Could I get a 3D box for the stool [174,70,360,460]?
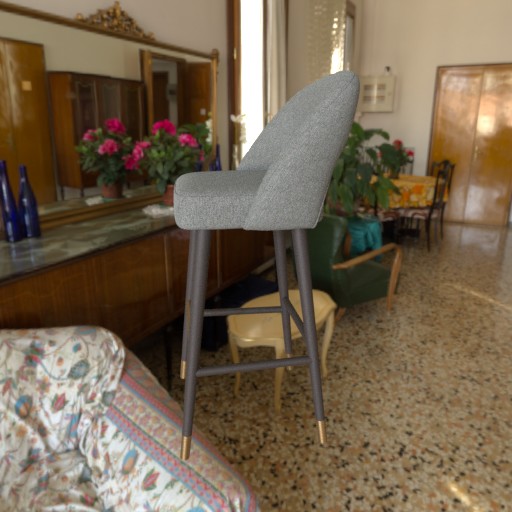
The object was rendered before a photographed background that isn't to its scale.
[{"bbox_3d":[0.000,0.000,1.402,0.524,1.089,0.536,-3,17,-9],"label":"stool"}]
